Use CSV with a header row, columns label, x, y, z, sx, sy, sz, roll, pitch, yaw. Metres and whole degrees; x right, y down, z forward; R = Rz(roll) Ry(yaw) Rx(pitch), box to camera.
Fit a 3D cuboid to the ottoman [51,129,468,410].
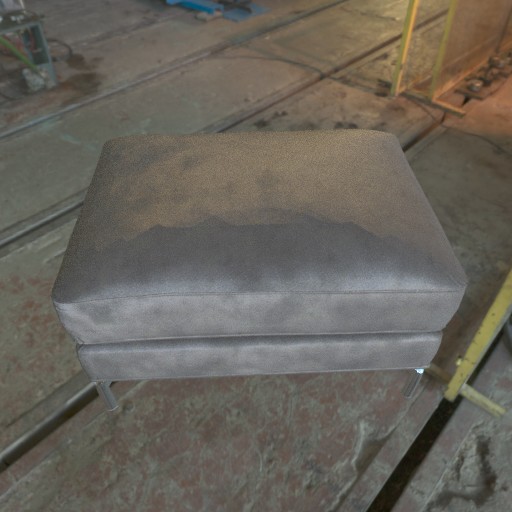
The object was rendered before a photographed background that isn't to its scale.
label,x,y,z,sx,sy,sz,roll,pitch,yaw
ottoman,0.000,0.000,1.029,0.719,0.456,0.520,-2,46,-2
